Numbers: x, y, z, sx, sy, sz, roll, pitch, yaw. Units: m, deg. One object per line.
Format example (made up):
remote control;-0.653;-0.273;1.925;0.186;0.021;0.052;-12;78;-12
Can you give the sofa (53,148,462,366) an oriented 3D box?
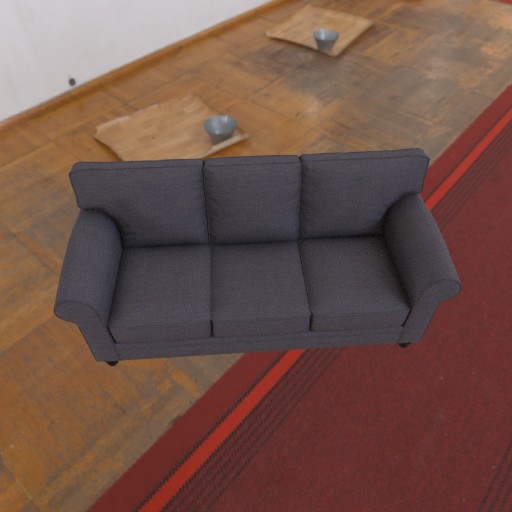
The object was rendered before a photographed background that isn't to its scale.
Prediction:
sofa;0.000;0.000;2.622;2.084;0.966;0.909;-3;47;-3
